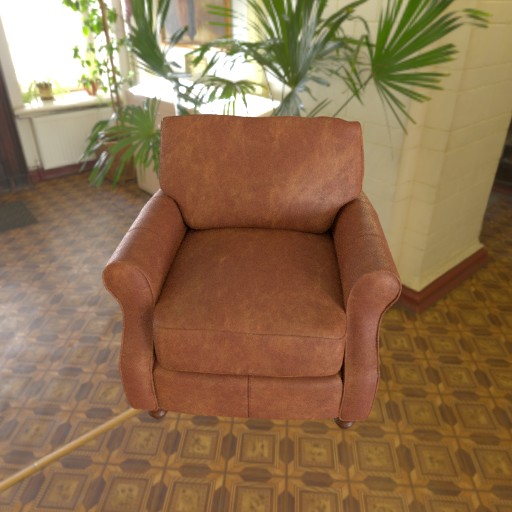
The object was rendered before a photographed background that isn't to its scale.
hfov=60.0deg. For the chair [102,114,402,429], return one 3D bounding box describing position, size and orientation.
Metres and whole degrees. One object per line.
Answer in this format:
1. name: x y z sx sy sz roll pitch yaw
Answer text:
1. chair: 0.000 0.000 1.755 0.983 0.962 0.986 2 30 3
